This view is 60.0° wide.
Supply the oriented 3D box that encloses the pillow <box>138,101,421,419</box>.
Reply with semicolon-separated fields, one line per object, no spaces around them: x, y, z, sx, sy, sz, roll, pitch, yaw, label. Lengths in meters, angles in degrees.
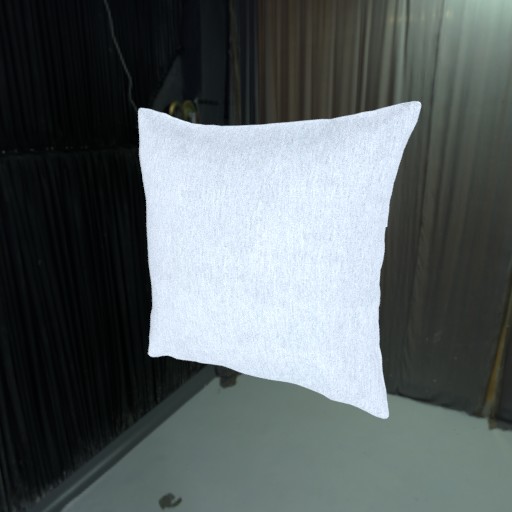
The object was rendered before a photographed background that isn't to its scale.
0.000;0.000;0.675;0.433;0.436;0.173;8;18;25;pillow
